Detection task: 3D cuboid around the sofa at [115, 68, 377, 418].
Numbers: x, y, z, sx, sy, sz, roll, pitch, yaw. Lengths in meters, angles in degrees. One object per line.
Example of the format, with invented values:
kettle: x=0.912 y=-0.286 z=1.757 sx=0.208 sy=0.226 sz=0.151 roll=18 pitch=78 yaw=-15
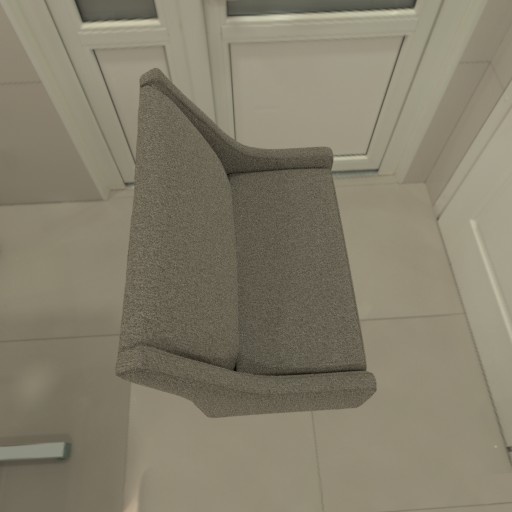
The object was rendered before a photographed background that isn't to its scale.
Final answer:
sofa: x=0.000 y=0.000 z=1.936 sx=0.862 sy=1.026 sz=1.242 roll=-3 pitch=62 yaw=-2
